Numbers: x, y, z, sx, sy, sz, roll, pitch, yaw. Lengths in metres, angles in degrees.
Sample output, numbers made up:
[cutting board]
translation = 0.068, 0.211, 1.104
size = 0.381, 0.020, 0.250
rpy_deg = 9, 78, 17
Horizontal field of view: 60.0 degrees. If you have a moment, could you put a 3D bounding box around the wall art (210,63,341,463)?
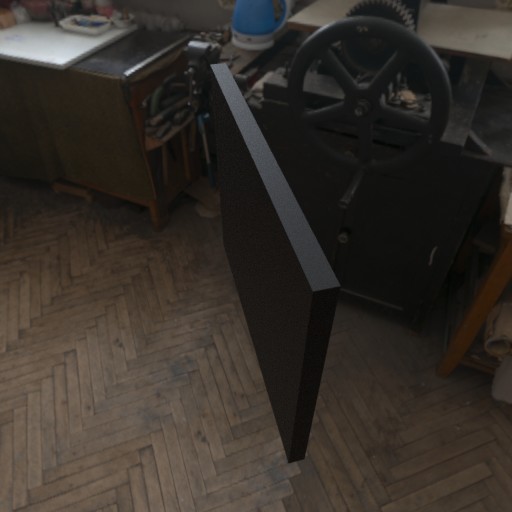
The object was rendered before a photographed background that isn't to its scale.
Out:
[wall art]
translation = 0.000, 0.000, 0.787
size = 0.029, 0.457, 0.558
rpy_deg = -10, 46, -10
